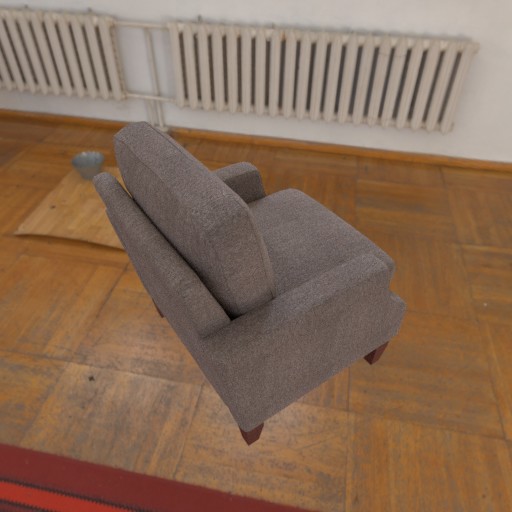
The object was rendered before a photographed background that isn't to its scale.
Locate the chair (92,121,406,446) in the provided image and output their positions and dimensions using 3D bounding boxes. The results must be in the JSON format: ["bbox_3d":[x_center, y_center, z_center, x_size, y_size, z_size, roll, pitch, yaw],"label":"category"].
[{"bbox_3d":[0.000,0.000,1.674,0.897,0.993,0.855,-24,47,-25],"label":"chair"}]
